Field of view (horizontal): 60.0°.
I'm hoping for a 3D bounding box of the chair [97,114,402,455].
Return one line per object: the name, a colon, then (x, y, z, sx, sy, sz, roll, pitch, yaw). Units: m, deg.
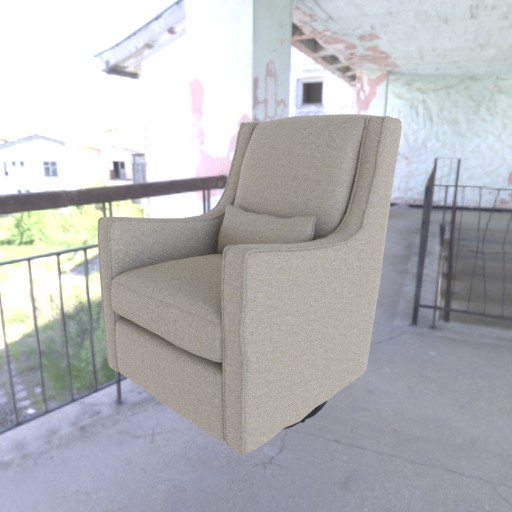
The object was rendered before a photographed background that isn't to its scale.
chair: (0.000, 0.000, 1.589, 0.732, 0.993, 0.879, 13, 19, 42)
